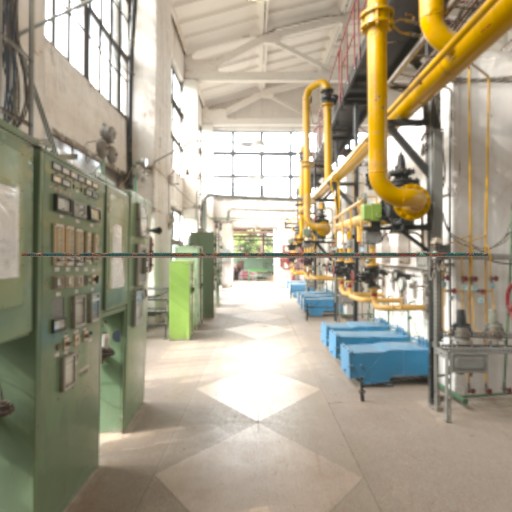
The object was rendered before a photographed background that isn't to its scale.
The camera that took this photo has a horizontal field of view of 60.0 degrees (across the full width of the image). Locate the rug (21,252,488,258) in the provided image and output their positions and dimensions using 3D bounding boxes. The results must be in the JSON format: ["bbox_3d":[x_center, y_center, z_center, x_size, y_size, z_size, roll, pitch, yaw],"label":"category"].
[{"bbox_3d":[0.000,0.000,4.242,3.204,0.025,2.434,0,0,1],"label":"rug"}]
